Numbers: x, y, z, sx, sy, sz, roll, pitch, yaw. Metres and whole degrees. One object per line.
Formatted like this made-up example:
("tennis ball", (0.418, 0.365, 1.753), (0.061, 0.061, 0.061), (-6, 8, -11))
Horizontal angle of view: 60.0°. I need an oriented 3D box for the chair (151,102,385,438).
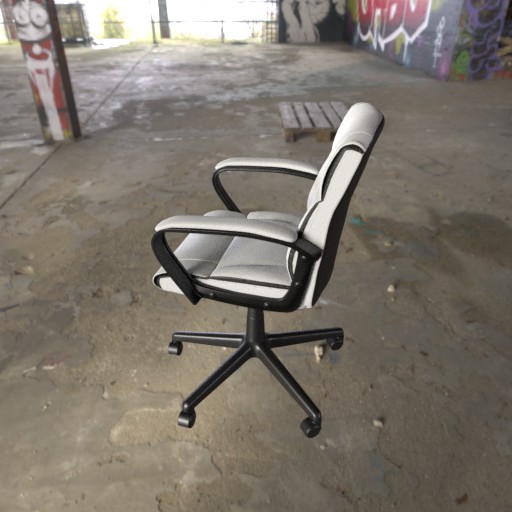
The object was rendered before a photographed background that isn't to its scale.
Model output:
("chair", (0.000, 0.000, 1.515), (0.717, 1.004, 0.739), (8, 32, 13))
